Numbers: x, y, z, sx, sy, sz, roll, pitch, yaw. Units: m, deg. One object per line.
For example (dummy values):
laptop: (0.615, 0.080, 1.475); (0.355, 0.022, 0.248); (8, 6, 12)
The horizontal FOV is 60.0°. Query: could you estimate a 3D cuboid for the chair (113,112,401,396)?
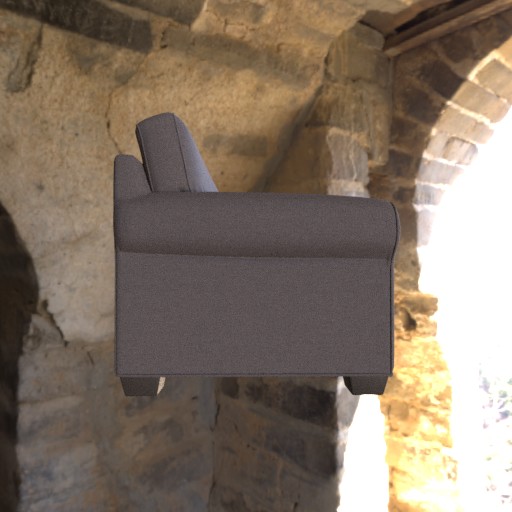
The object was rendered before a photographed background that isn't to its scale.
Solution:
chair: (0.000, 0.000, 2.038); (0.930, 0.930, 1.390); (0, -1, -1)
